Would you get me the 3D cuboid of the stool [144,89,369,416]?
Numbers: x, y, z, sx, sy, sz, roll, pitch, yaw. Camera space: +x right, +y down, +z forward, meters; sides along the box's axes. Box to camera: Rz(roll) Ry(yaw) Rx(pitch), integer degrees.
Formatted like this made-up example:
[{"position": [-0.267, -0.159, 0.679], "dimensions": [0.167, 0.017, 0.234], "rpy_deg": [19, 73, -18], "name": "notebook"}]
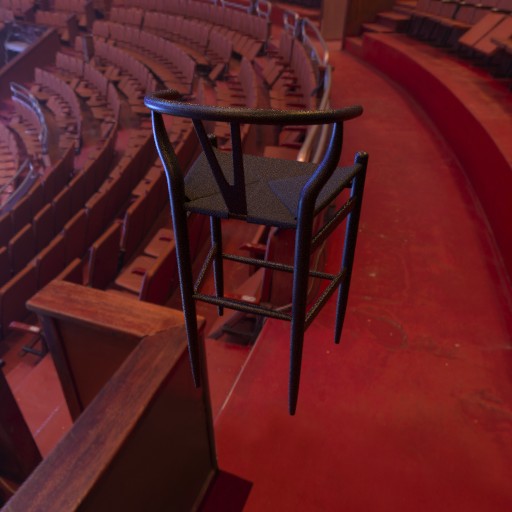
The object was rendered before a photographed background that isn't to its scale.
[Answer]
[{"position": [0.000, 0.000, 1.424], "dimensions": [0.569, 1.072, 0.579], "rpy_deg": [11, 34, 16], "name": "stool"}]
